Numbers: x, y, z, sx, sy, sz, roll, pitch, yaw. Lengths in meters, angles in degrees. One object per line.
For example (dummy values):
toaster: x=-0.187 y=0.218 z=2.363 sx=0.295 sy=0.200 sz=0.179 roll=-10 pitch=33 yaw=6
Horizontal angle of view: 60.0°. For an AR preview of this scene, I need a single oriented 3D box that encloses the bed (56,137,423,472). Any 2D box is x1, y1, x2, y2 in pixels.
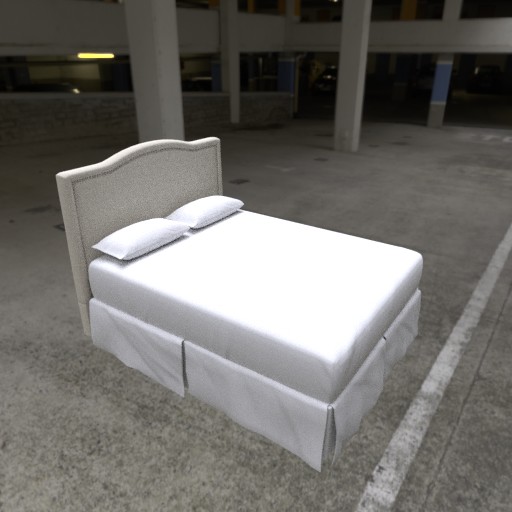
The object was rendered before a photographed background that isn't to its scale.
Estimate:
bed: x=0.000 y=0.000 z=3.311 sx=2.196 sy=1.449 sz=1.741 roll=16 pitch=30 yaw=31
